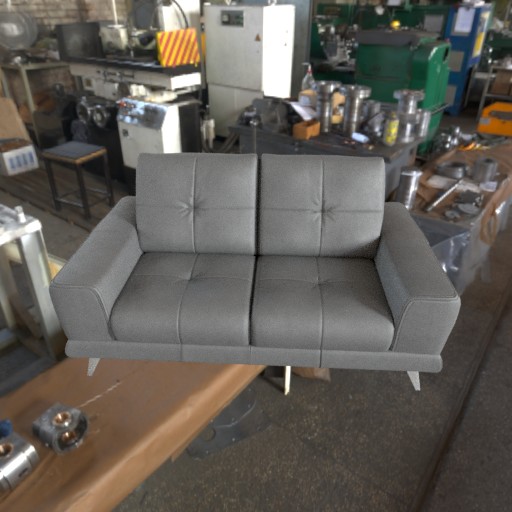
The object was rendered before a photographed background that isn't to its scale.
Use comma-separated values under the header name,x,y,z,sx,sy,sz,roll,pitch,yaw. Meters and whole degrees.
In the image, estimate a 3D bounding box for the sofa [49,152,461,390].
name,x,y,z,sx,sy,sz,roll,pitch,yaw
sofa,0.000,0.000,2.338,1.806,0.907,1.018,2,30,3
